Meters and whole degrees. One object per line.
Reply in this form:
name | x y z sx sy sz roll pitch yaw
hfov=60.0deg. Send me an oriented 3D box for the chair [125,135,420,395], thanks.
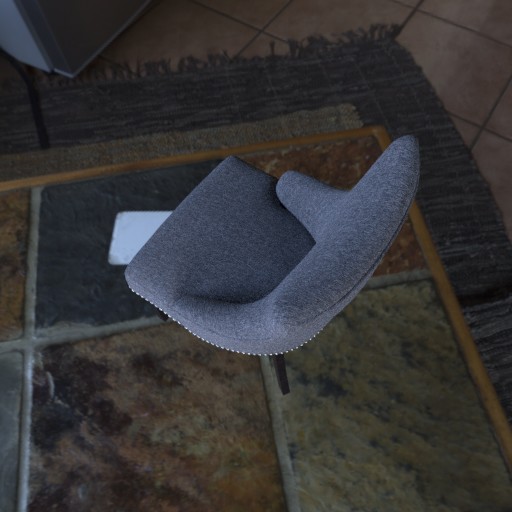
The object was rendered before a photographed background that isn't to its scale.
chair | 0.000 0.000 1.311 0.629 0.909 0.566 33 69 14
